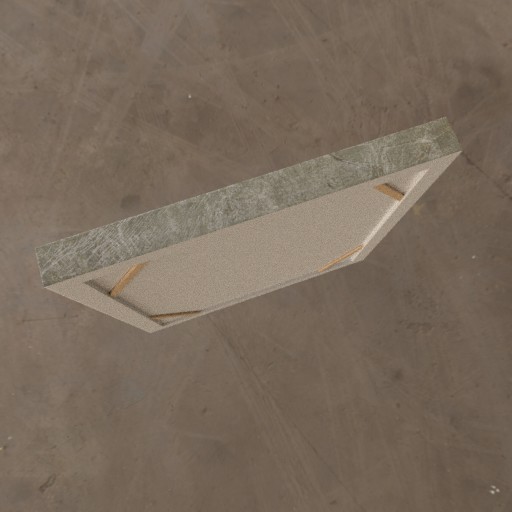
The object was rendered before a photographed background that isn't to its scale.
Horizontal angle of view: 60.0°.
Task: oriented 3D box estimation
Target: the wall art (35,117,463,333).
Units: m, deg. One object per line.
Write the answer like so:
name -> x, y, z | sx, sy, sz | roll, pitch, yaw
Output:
wall art -> 0.000, 0.000, 0.605 | 0.405, 0.407, 0.038 | -19, 75, -5
